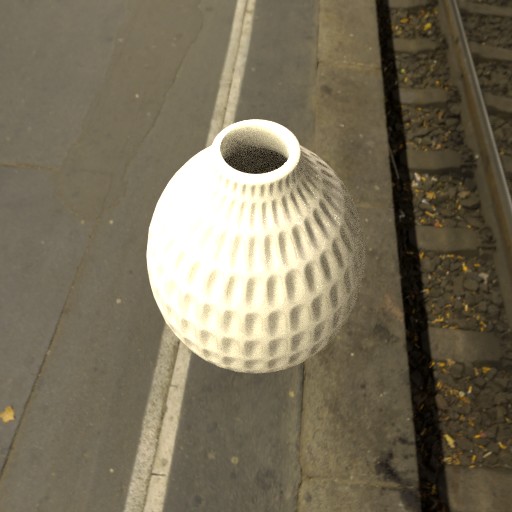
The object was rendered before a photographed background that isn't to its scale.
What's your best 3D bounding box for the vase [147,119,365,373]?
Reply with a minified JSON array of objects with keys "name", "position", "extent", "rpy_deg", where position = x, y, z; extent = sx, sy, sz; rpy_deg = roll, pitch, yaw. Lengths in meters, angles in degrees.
[{"name":"vase","position":[0.000,0.000,0.337],"extent":[0.162,0.223,0.162],"rpy_deg":[0,58,0]}]
